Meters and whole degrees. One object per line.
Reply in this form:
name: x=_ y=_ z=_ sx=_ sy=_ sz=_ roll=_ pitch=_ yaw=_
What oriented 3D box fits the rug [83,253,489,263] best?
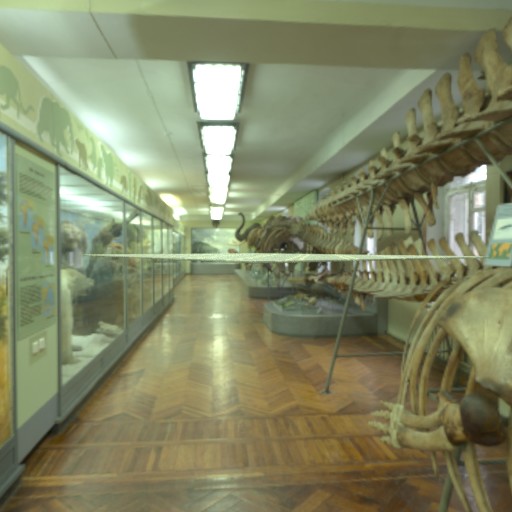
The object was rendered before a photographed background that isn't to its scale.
rug: x=0.000 y=0.000 z=4.384 sx=2.438 sy=0.013 sz=3.353 roll=-1 pitch=1 yaw=-36
